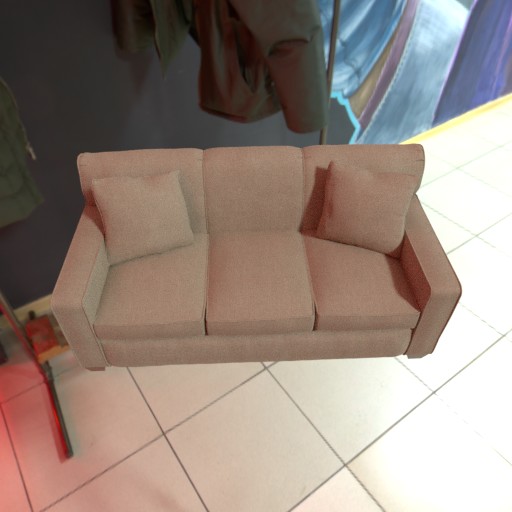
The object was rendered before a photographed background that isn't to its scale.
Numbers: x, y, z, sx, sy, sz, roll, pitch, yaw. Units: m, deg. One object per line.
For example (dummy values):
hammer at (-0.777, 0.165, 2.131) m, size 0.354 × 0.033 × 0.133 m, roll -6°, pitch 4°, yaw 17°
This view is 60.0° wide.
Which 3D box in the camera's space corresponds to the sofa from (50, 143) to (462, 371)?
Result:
sofa at (0.000, 0.000, 2.567) m, size 2.024 × 0.958 × 0.997 m, roll -2°, pitch 44°, yaw -2°
